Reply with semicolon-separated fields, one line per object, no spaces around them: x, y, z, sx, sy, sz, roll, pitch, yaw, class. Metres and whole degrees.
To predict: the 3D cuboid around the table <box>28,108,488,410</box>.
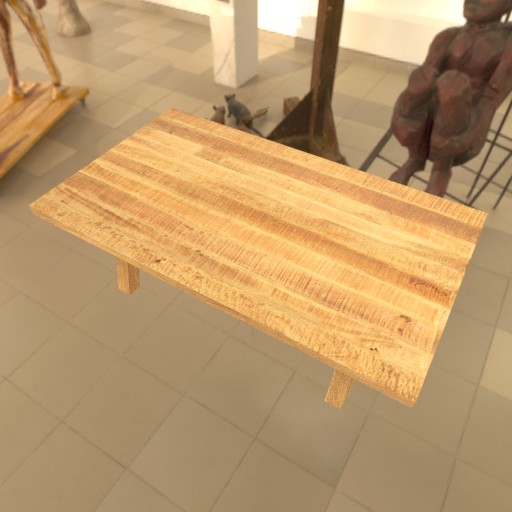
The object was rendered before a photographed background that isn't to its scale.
0.000;0.000;1.634;1.320;0.455;0.760;24;52;21;table
